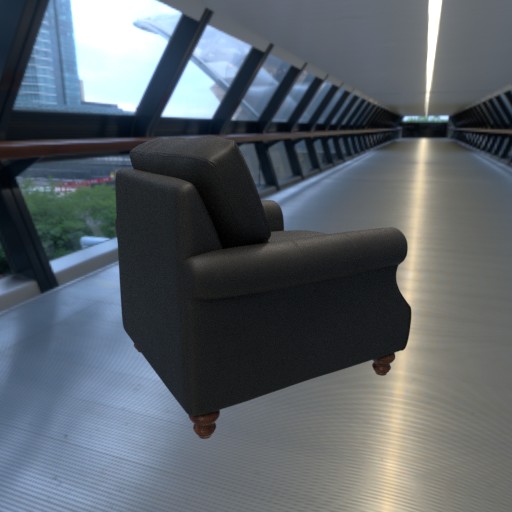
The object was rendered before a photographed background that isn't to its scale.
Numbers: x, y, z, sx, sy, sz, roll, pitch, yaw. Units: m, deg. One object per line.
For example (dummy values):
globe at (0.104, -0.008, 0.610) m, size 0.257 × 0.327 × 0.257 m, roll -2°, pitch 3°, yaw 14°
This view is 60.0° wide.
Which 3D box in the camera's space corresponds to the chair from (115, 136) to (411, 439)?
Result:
chair at (0.000, 0.000, 1.844) m, size 1.027 × 0.960 × 1.015 m, roll -7°, pitch 16°, yaw -25°
